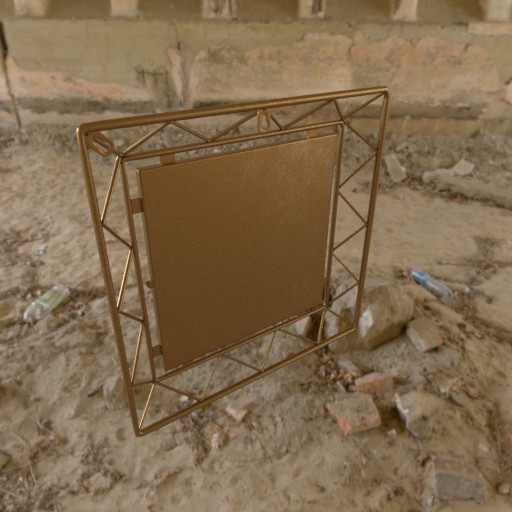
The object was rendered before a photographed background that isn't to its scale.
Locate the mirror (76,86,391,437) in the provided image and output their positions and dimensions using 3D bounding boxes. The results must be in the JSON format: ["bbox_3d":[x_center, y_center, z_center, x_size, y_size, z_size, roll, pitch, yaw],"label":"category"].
[{"bbox_3d":[0.000,0.000,0.608,0.416,0.414,0.046,-18,34,-30],"label":"mirror"}]
